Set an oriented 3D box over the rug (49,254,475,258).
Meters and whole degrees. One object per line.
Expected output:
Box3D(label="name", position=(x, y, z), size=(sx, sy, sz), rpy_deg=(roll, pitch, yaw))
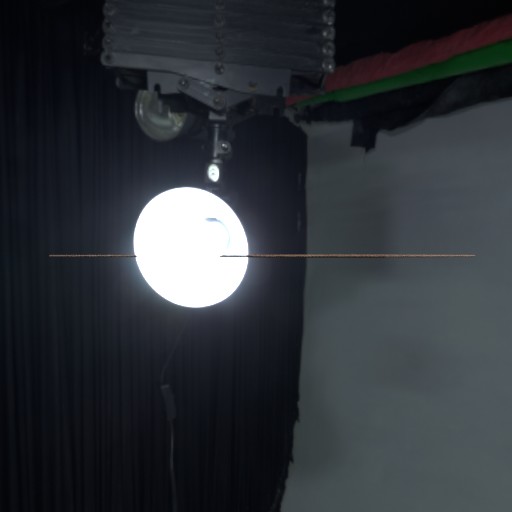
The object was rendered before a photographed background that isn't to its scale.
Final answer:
Box3D(label="rug", position=(0.000, 0.000, 2.844), size=(2.286, 0.011, 1.524), rpy_deg=(0, 0, 37))
